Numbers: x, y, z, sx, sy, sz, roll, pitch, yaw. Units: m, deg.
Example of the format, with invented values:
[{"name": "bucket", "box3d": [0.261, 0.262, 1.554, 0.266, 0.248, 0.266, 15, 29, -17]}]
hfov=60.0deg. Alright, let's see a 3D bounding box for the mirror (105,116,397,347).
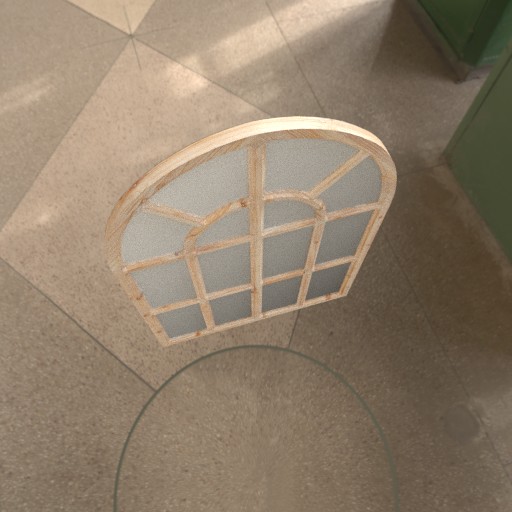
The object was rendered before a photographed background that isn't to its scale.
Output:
[{"name": "mirror", "box3d": [0.000, 0.000, 1.129, 0.660, 0.920, 0.032, -15, 64, -7]}]
